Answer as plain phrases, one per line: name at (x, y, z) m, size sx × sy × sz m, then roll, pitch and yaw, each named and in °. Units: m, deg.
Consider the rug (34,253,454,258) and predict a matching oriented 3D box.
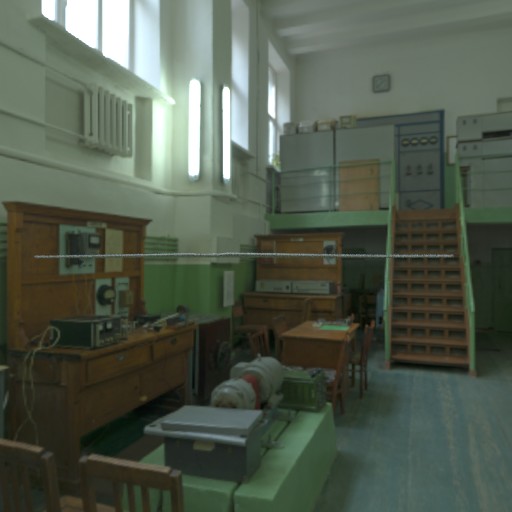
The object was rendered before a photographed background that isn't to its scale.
rug at (0.000, 0.000, 2.354) m, size 1.820 × 0.022 × 1.179 m, roll 0°, pitch 0°, yaw 18°
